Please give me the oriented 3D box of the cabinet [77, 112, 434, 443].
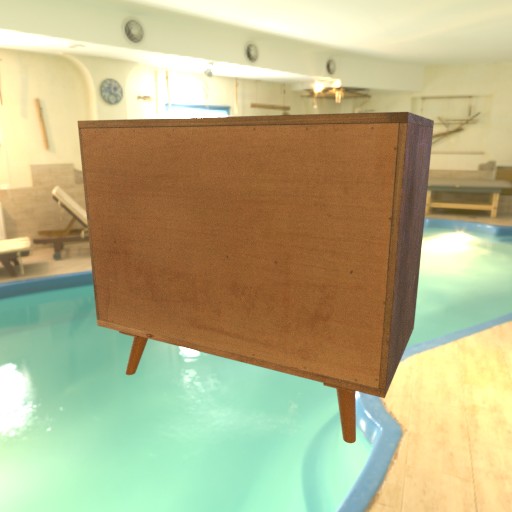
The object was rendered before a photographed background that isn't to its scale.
[{"bbox_3d":[0.000,0.000,1.537,1.023,0.897,0.529,7,16,26],"label":"cabinet"}]
